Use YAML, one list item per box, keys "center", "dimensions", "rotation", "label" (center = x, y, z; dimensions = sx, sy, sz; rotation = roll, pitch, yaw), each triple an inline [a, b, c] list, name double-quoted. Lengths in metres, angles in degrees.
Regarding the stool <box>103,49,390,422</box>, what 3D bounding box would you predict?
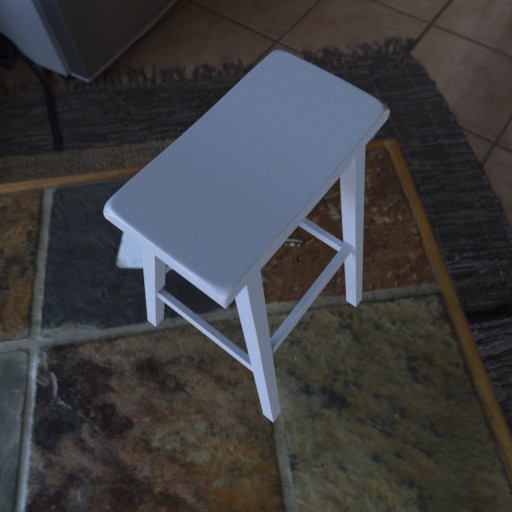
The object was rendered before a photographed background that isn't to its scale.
- center: [0.000, 0.000, 1.030]
  dimensions: [0.476, 0.737, 0.457]
  rotation: [35, 69, 16]
  label: "stool"
